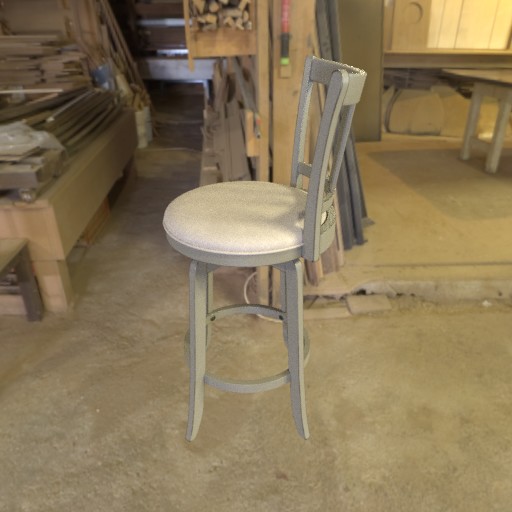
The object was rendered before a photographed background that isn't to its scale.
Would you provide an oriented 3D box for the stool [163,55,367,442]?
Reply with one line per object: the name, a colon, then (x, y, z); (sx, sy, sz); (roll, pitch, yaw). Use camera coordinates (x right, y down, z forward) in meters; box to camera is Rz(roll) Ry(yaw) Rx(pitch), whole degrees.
stool: (0.000, 0.000, 1.232); (0.486, 0.994, 0.450); (0, 28, -1)
